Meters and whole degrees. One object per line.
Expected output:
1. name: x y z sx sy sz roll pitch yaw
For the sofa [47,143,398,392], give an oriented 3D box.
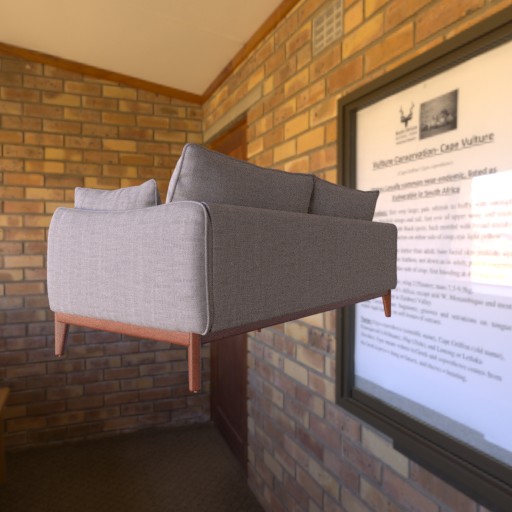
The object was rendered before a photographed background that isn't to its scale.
1. sofa: 0.000 0.000 2.468 0.972 0.851 1.989 1 2 36
